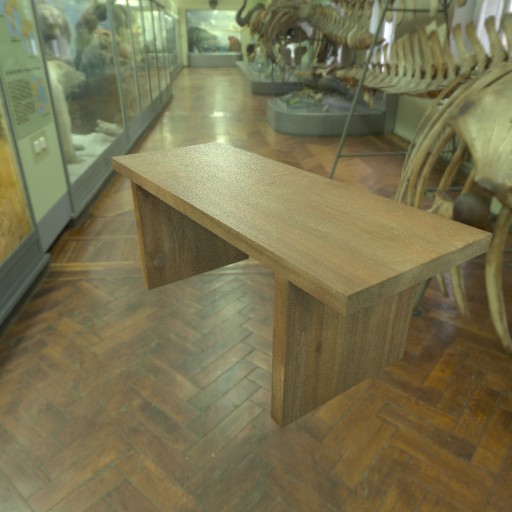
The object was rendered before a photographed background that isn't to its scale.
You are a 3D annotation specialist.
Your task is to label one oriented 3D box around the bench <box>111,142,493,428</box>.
[{"bbox_3d":[0.000,0.000,1.405,0.458,0.458,1.183,-18,31,-31],"label":"bench"}]
